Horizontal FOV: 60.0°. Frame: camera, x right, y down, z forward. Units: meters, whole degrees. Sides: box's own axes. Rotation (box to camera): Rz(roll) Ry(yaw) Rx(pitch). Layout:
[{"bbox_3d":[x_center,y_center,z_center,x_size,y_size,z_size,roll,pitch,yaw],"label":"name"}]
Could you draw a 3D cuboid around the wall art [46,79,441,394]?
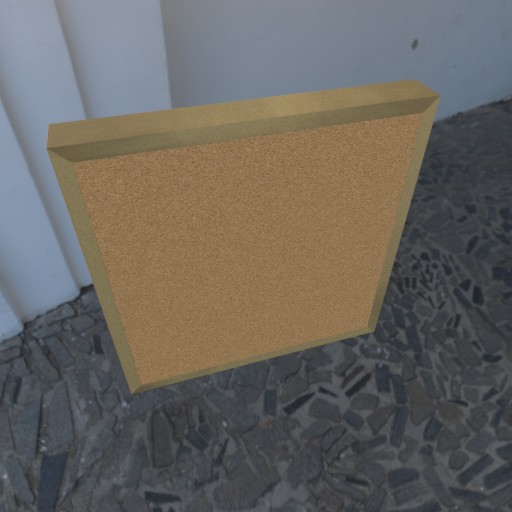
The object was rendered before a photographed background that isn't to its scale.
[{"bbox_3d":[0.000,0.000,0.444,0.304,0.305,0.038,-12,43,-13],"label":"wall art"}]
